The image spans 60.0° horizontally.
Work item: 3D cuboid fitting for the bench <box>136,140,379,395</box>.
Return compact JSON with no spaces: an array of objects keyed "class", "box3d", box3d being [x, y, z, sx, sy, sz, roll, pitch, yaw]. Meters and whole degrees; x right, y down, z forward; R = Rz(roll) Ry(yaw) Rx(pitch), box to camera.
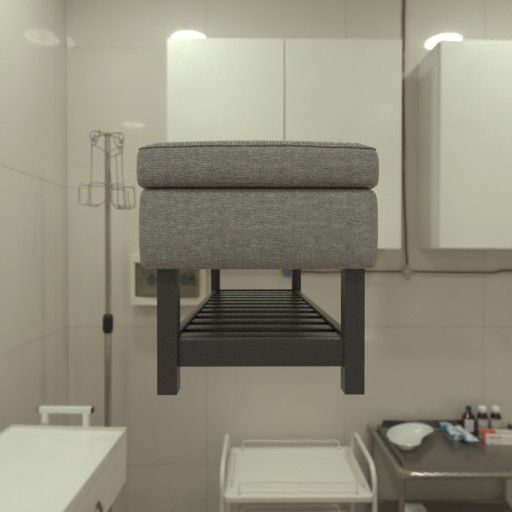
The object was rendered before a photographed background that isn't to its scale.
[{"class":"bench","box3d":[0.000,0.000,1.285,0.429,0.470,1.100,0,1,0]}]
